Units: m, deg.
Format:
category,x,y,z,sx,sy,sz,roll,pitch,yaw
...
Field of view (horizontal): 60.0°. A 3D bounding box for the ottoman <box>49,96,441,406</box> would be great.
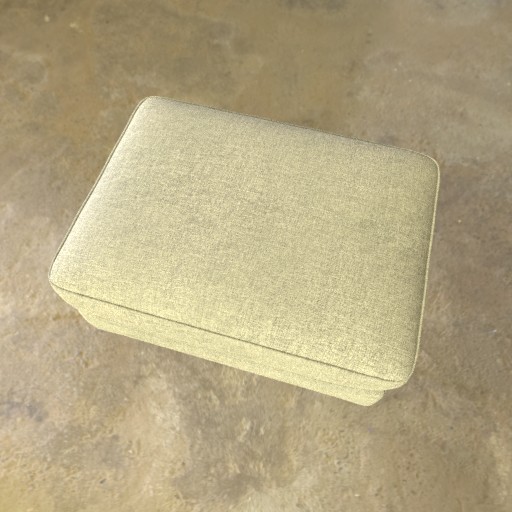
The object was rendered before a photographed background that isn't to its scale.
category,x,y,z,sx,sy,sz,roll,pitch,yaw
ottoman,0.000,0.000,1.317,0.889,0.561,0.661,14,64,7
